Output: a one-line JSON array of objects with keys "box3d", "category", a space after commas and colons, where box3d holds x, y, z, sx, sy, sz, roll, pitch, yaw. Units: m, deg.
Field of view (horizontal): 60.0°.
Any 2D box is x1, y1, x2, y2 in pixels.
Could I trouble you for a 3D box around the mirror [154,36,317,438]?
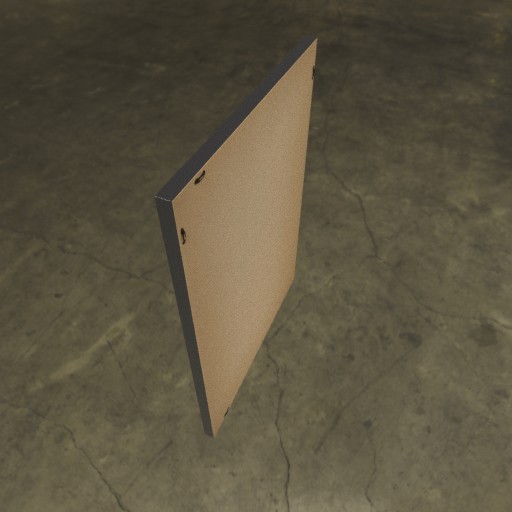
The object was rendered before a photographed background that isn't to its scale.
[{"box3d": [0.000, 0.000, 1.350, 0.040, 1.016, 0.762, 18, 49, 16], "category": "mirror"}]
